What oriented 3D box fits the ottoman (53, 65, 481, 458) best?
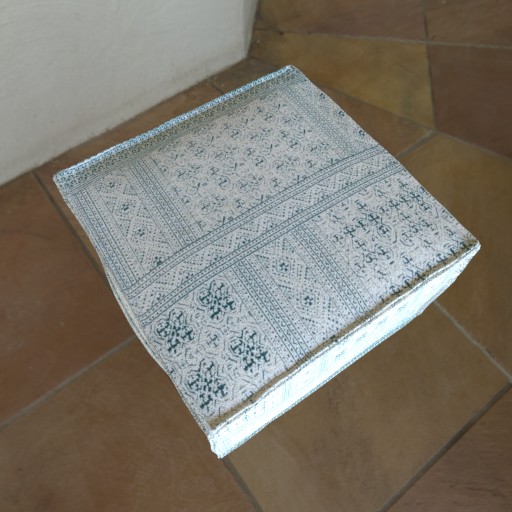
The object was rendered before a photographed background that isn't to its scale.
[{"bbox_3d":[0.000,0.000,1.025,0.626,0.439,0.617,-31,66,-15],"label":"ottoman"}]
